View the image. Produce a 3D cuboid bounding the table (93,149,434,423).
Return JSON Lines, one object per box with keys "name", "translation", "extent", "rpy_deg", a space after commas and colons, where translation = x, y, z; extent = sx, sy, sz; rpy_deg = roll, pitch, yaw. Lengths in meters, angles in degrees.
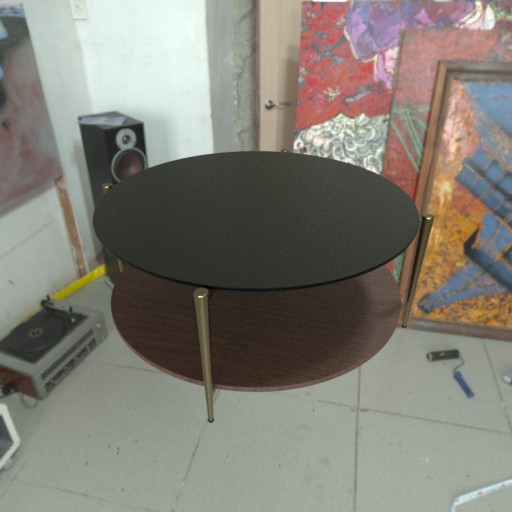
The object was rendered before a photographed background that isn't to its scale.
{"name": "table", "translation": [0.000, 0.000, 1.436], "extent": [0.938, 0.400, 0.938], "rpy_deg": [-9, 32, -14]}
